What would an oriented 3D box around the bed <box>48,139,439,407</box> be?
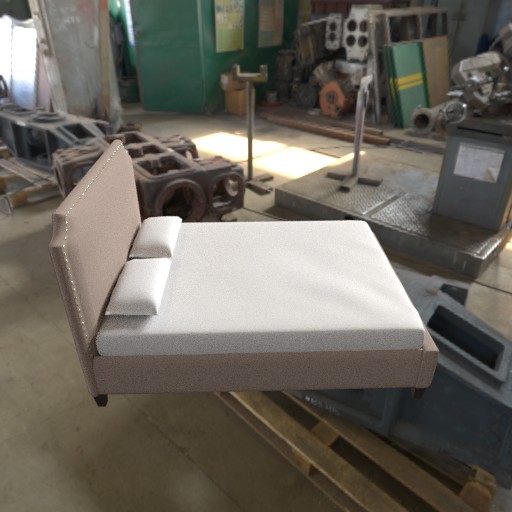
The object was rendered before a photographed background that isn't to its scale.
[{"bbox_3d":[0.000,0.000,3.456,2.372,1.443,1.713,-1,31,-2],"label":"bed"}]
